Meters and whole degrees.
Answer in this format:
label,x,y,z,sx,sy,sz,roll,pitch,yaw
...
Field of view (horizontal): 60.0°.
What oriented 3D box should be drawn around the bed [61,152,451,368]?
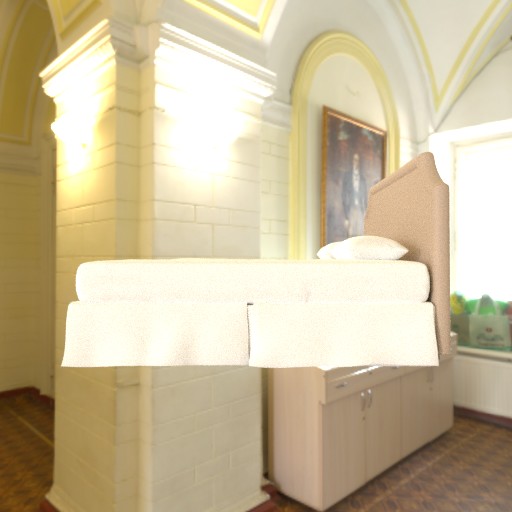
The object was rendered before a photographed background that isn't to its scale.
label,x,y,z,sx,sy,sz,roll,pitch,yaw
bed,0.000,0.000,4.229,2.773,1.590,2.350,0,-1,1
